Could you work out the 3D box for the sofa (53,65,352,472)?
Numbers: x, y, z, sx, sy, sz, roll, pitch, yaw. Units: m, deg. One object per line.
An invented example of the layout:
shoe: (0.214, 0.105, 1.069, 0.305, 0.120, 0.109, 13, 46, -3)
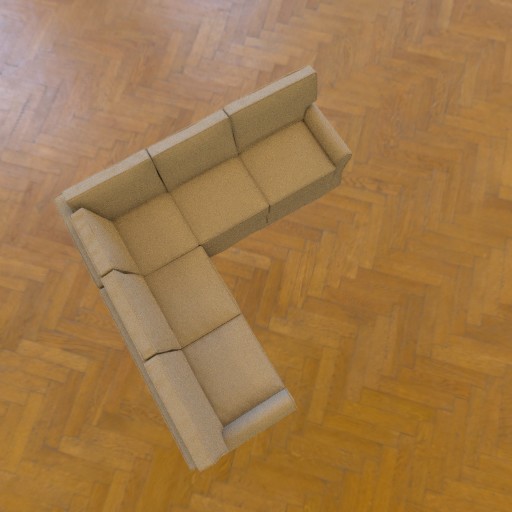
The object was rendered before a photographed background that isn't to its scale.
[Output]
sofa: (0.000, 0.000, 4.220, 2.733, 1.124, 2.730, -30, 77, -8)
